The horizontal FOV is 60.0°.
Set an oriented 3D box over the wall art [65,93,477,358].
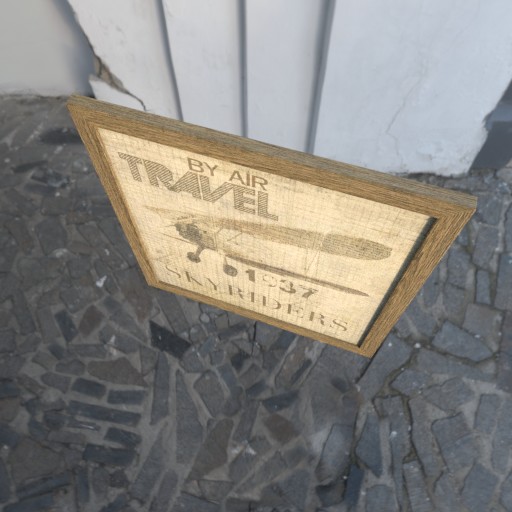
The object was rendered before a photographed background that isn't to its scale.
[{"bbox_3d":[0.000,0.000,0.743,0.508,0.508,0.019,17,61,10],"label":"wall art"}]
